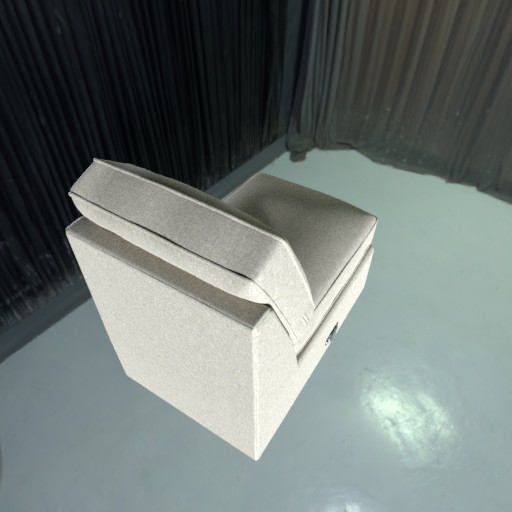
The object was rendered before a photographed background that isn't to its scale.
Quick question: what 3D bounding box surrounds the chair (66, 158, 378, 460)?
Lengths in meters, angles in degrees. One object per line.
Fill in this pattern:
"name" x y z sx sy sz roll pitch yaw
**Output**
"chair" 0.000 0.000 1.694 0.674 1.058 1.020 24 50 22
